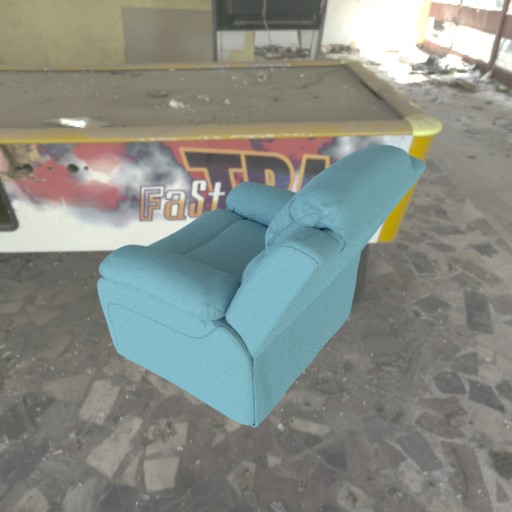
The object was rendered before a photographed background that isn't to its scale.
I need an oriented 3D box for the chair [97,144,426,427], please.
[{"bbox_3d":[0.000,0.000,1.286,0.709,0.702,0.680,21,38,29],"label":"chair"}]
